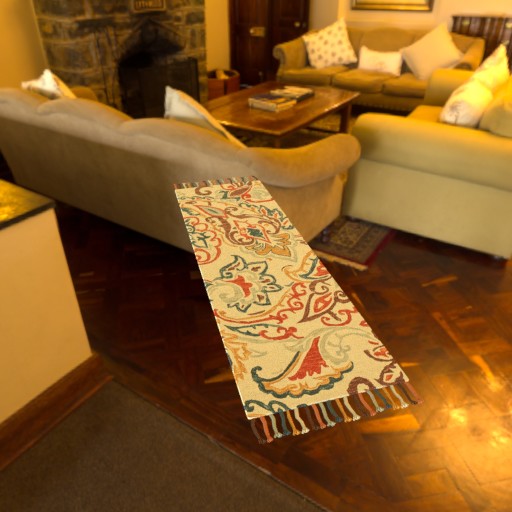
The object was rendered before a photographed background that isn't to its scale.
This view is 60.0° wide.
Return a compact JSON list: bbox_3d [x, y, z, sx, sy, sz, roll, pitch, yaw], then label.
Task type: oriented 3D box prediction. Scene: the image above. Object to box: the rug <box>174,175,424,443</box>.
[{"bbox_3d":[0.000,0.000,2.923,0.763,0.015,2.682,-9,33,-13],"label":"rug"}]
